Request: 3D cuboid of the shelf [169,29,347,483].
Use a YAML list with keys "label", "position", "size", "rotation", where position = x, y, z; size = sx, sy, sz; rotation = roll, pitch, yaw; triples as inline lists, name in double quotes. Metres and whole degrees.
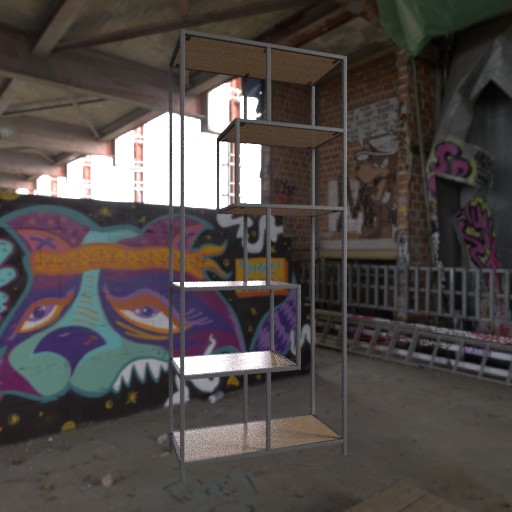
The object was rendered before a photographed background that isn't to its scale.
- label: "shelf"
  position: [0.000, 0.000, 2.094]
  size: [0.770, 1.850, 0.350]
  rotation: [0, 0, -19]
